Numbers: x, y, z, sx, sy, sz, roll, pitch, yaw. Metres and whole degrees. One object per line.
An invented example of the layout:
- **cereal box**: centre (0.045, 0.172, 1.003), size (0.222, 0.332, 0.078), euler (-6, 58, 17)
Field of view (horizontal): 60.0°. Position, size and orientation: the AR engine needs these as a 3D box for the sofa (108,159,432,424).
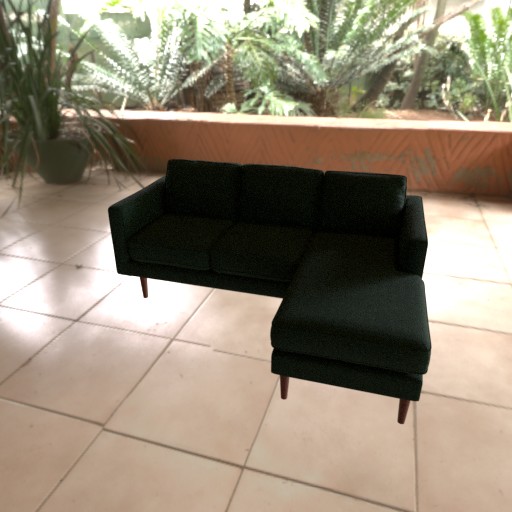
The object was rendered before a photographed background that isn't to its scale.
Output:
- **sofa**: centre (0.000, 0.000, 2.827), size (2.030, 0.899, 1.580), euler (7, 26, 15)
